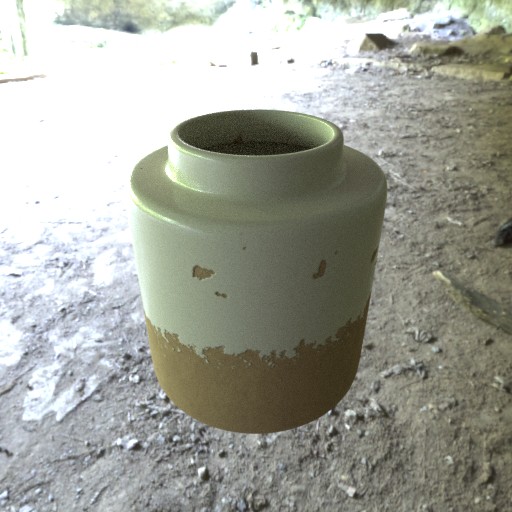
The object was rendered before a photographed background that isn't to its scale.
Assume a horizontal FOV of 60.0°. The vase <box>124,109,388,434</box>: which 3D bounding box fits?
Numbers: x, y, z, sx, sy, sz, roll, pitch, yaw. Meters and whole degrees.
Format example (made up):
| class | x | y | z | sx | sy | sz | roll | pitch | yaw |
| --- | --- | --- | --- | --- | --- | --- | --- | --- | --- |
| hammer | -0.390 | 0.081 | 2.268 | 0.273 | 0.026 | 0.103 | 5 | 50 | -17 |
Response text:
| class | x | y | z | sx | sy | sz | roll | pitch | yaw |
| --- | --- | --- | --- | --- | --- | --- | --- | --- | --- |
| vase | 0.000 | 0.000 | 0.293 | 0.153 | 0.167 | 0.153 | 0 | 32 | 0 |
